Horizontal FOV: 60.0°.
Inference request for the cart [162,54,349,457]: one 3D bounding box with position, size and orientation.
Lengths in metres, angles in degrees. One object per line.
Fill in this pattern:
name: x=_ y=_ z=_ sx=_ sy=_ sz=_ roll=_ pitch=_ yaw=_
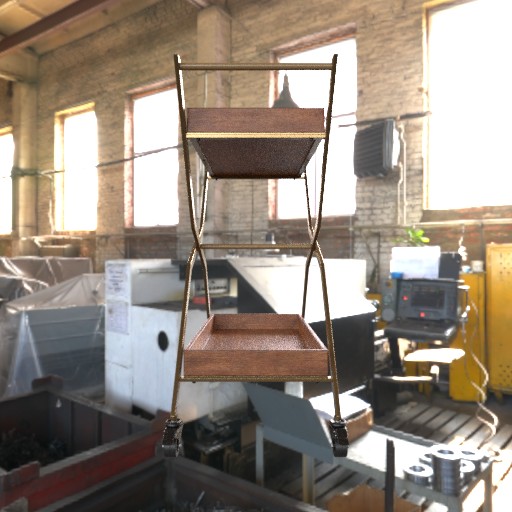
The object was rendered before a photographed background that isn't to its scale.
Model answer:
cart: x=0.000 y=0.000 z=1.331 sx=0.405 sy=0.869 sz=0.836 roll=0 pitch=0 yaw=0
